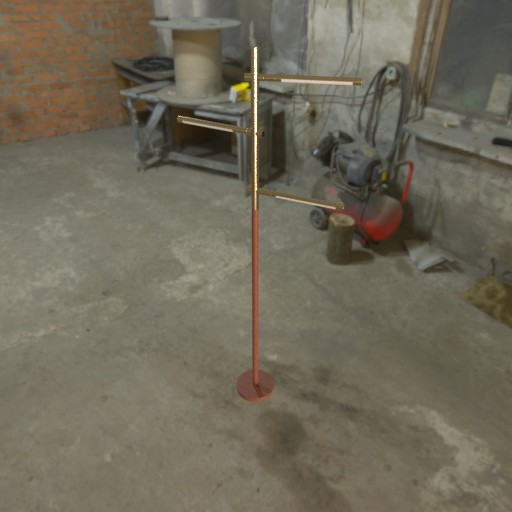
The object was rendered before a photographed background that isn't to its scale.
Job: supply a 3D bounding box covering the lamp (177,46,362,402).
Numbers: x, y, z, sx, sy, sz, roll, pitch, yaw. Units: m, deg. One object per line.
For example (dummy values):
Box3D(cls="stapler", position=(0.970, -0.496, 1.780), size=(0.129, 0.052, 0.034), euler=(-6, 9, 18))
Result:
Box3D(cls="lamp", position=(0.000, 0.000, 1.980), size=(0.737, 1.704, 0.209), euler=(10, 34, 15))
